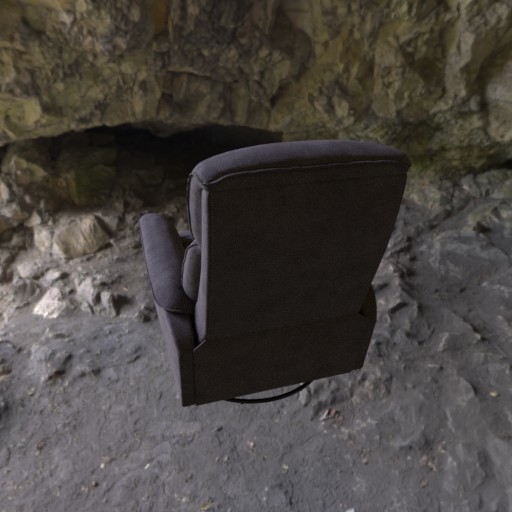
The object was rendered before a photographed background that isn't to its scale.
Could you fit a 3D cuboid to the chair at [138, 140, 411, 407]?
[{"bbox_3d":[0.000,0.000,1.709,0.830,1.036,1.009,-8,27,-15],"label":"chair"}]
